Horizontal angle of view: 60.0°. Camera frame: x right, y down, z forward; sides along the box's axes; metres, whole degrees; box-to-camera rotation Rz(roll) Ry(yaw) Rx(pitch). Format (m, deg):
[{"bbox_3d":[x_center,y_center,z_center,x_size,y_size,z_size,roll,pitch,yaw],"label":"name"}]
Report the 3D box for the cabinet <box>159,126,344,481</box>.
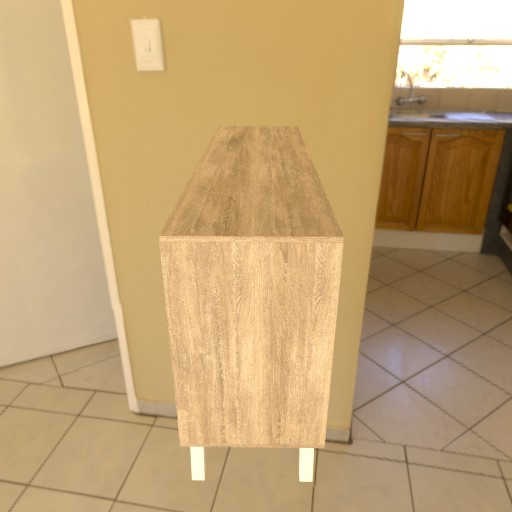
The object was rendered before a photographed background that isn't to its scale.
[{"bbox_3d":[0.000,0.000,1.983,0.450,0.870,1.600,0,26,1],"label":"cabinet"}]
